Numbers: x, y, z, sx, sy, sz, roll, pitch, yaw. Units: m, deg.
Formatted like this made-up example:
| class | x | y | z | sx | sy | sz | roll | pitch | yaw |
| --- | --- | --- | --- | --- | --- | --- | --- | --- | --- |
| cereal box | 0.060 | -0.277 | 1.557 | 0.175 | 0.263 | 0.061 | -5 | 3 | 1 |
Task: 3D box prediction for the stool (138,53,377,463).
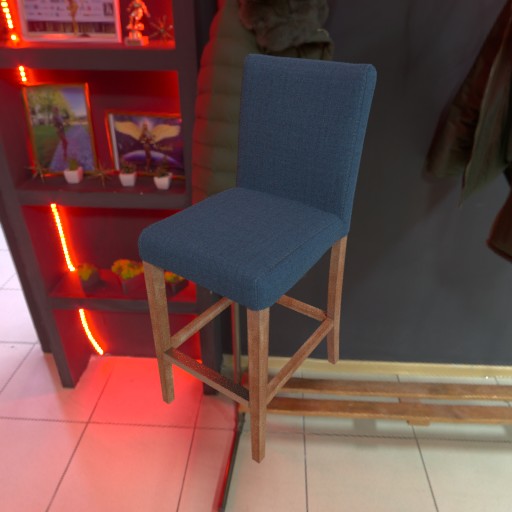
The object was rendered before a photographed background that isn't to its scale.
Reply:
| class | x | y | z | sx | sy | sz | roll | pitch | yaw |
| --- | --- | --- | --- | --- | --- | --- | --- | --- | --- |
| stool | 0.000 | 0.000 | 1.386 | 0.454 | 1.088 | 0.574 | 20 | 36 | 30 |
